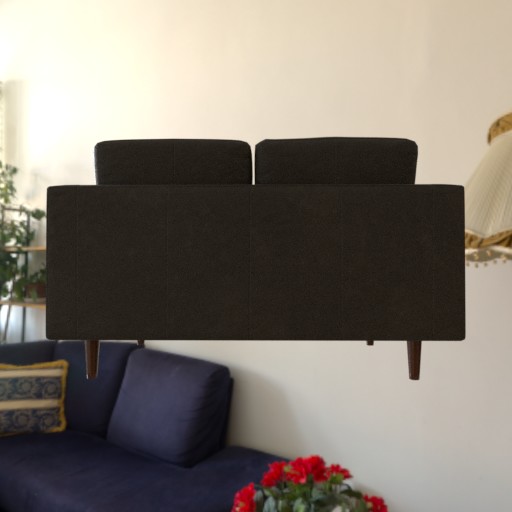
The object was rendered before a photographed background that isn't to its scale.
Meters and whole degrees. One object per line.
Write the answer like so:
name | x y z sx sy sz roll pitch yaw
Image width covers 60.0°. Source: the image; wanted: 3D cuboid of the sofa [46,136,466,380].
sofa | 0.000 0.000 1.944 1.430 0.899 0.879 0 -1 1
